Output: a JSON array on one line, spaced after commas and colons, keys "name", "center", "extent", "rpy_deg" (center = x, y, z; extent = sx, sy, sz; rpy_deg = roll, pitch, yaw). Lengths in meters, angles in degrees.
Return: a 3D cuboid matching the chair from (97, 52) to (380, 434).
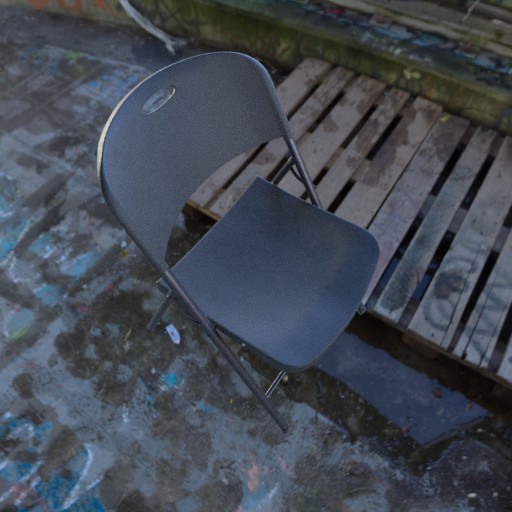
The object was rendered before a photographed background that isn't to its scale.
[{"name": "chair", "center": [0.000, 0.000, 1.136], "extent": [0.567, 0.810, 0.494], "rpy_deg": [31, 63, 18]}]
